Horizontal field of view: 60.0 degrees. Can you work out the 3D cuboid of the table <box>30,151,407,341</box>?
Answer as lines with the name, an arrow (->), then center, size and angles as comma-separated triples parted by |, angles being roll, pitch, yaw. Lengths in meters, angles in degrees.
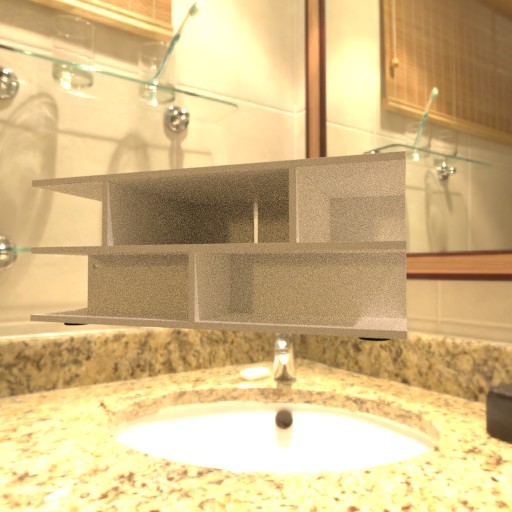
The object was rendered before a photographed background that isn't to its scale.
table -> 0.000, 0.000, 1.094 | 0.700, 0.289, 0.700 | 0, -2, 18
